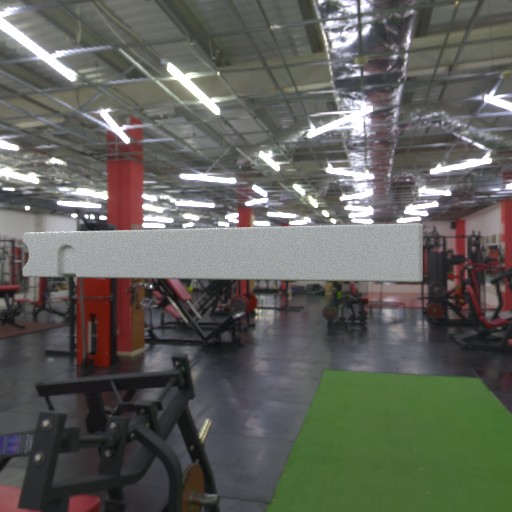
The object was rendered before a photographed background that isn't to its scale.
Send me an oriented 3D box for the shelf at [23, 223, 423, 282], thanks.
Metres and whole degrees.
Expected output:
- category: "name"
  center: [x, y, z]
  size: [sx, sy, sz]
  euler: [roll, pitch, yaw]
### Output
- category: "shelf"
  center: [0.000, 0.000, 0.445]
  size: [0.296, 0.035, 0.296]
  euler: [0, -1, 17]
